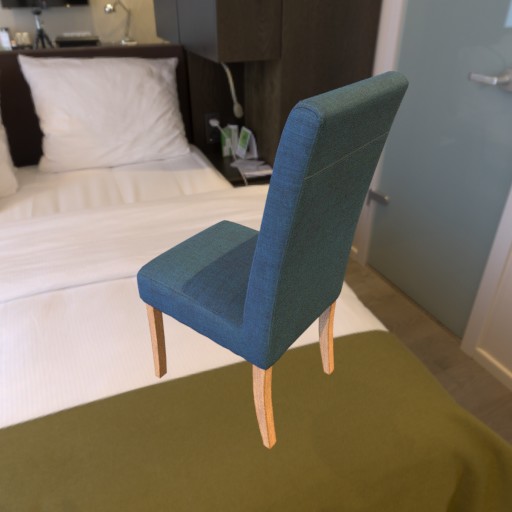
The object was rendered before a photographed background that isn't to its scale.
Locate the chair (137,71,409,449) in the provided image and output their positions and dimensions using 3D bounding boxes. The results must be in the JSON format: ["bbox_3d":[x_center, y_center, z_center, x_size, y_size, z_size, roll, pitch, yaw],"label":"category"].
[{"bbox_3d":[0.000,0.000,1.322,0.610,1.029,0.450,21,37,31],"label":"chair"}]
